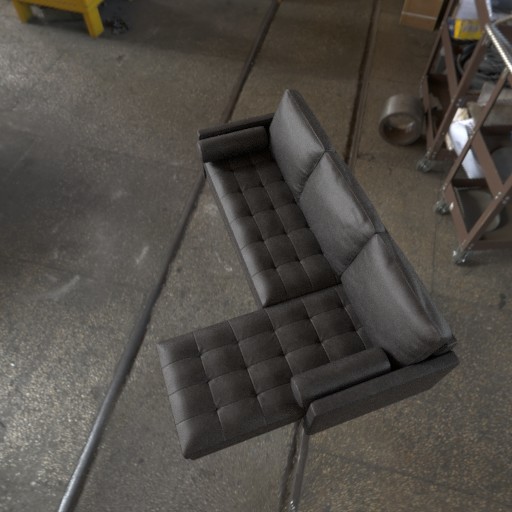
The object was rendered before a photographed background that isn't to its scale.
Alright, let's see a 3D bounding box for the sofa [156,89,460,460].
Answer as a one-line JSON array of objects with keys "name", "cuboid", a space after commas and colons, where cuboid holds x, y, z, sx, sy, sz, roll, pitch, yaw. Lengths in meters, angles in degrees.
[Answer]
[{"name": "sofa", "cuboid": [0.000, 0.000, 2.855, 1.497, 0.876, 2.178, -17, 59, -11]}]
